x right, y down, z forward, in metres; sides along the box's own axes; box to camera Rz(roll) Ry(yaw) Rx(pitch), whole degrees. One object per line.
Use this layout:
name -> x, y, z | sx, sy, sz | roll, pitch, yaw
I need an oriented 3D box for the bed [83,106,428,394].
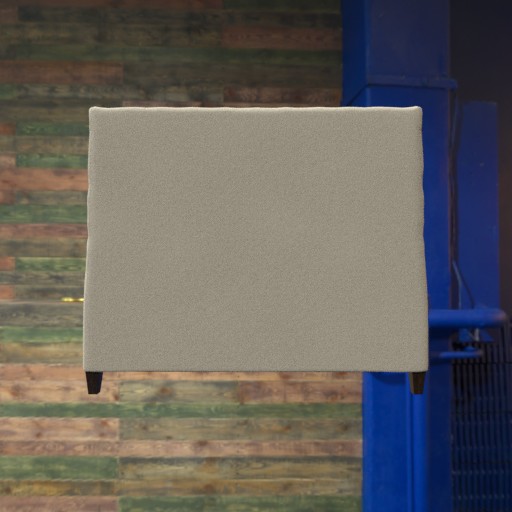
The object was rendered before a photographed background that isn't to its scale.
bed -> 0.000, 0.000, 3.346 | 1.698, 1.427, 2.387 | 0, -2, 0
